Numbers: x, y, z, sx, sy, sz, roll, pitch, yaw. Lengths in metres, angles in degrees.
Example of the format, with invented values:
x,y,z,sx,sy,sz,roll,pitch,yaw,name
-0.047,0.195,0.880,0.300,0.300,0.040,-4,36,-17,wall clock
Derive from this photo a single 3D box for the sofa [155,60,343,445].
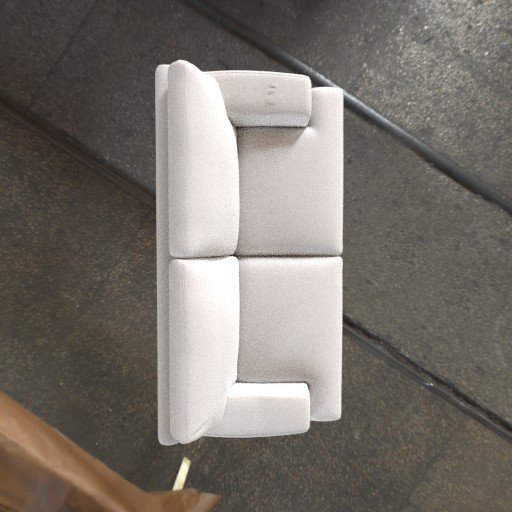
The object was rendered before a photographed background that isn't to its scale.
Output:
x,y,z,sx,sy,sz,roll,pitch,yaw,name
0.000,0.000,2.824,1.143,0.940,2.261,0,92,0,sofa
